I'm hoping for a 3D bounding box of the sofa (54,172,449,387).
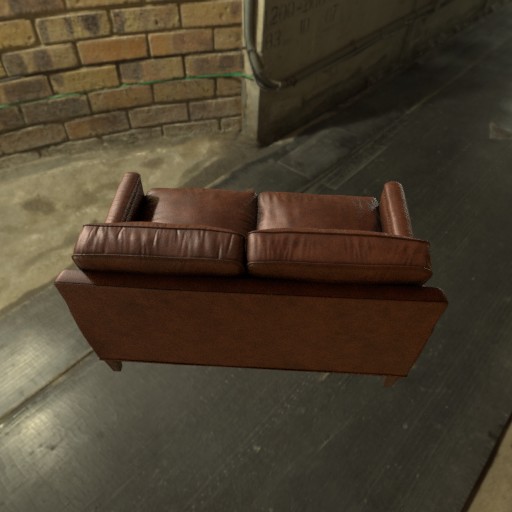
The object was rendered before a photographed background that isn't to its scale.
[{"bbox_3d":[0.000,0.000,2.286,1.628,1.003,1.083,3,46,3],"label":"sofa"}]
